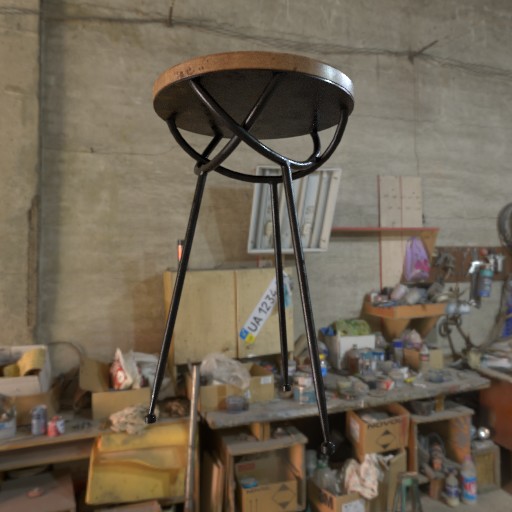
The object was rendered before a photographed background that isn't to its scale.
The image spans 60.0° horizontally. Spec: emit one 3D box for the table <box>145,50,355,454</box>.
[{"bbox_3d":[0.000,0.000,0.920,0.414,0.664,0.418,-1,-1,36],"label":"table"}]
